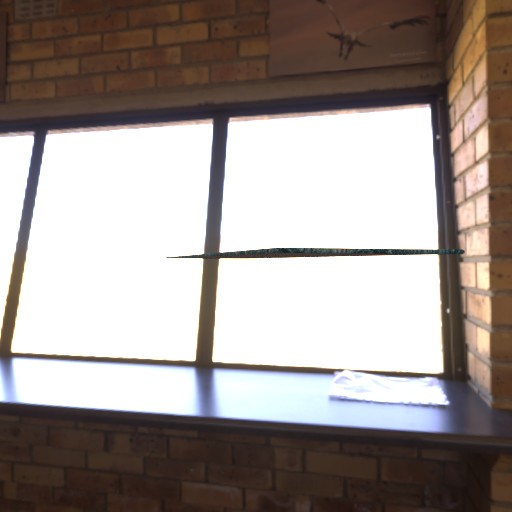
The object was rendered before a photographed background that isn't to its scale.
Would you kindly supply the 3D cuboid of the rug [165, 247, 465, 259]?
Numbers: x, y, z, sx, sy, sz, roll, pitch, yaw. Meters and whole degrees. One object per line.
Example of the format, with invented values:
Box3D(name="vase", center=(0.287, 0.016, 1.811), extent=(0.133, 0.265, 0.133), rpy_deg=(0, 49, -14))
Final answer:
Box3D(name="rug", center=(0.000, 0.000, 2.439), extent=(0.676, 0.016, 2.286), rpy_deg=(0, -1, -19))
